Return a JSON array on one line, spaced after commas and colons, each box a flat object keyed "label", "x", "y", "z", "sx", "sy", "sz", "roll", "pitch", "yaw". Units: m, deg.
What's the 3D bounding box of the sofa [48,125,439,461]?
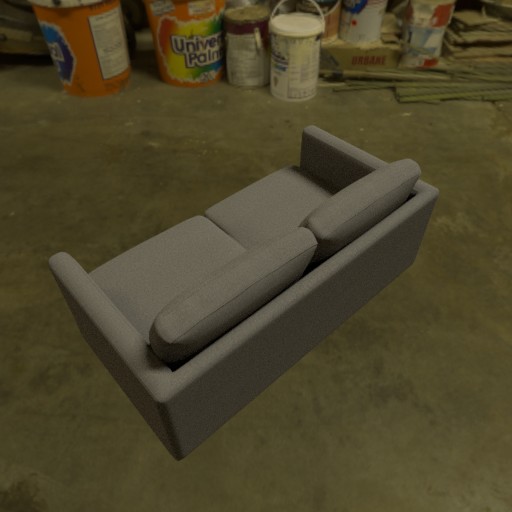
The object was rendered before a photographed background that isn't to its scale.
[{"label": "sofa", "x": 0.000, "y": 0.000, "z": 2.266, "sx": 1.713, "sy": 0.866, "sz": 0.940, "roll": -33, "pitch": 54, "yaw": -28}]
